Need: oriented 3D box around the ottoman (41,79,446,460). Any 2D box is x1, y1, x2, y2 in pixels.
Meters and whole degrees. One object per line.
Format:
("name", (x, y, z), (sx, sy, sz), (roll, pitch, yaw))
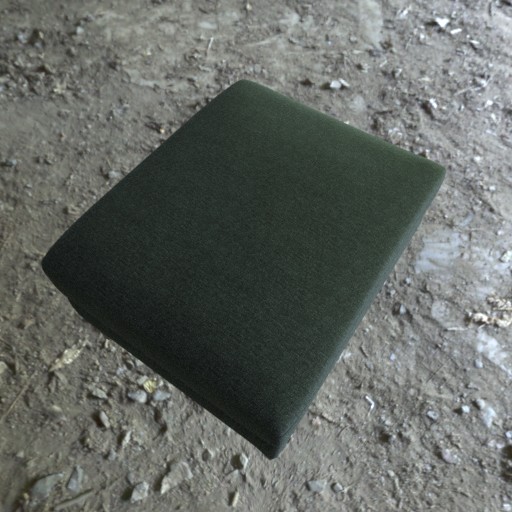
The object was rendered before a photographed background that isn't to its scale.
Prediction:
("ottoman", (0.000, 0.000, 1.276), (0.695, 0.533, 0.831), (31, 64, 17))
